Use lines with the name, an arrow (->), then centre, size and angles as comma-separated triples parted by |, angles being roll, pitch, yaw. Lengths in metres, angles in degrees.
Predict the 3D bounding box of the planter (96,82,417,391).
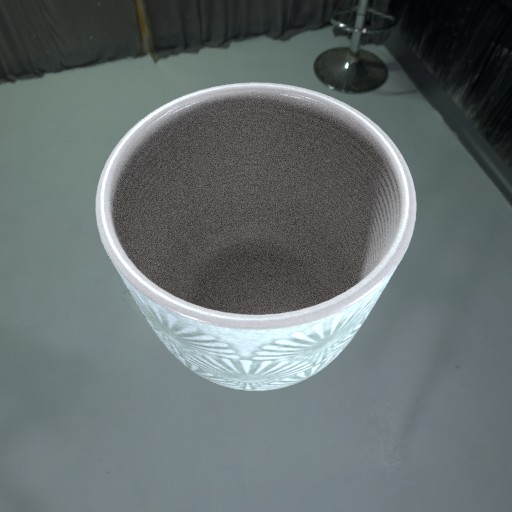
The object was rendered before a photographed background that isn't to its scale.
planter -> 0.000, 0.000, 0.219 | 0.124, 0.109, 0.124 | 0, 57, 0
